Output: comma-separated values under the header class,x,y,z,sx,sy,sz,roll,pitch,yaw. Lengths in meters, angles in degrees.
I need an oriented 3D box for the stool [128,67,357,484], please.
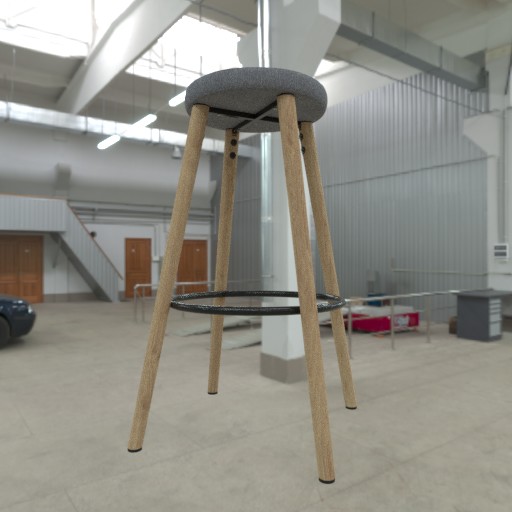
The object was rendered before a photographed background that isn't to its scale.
class,x,y,z,sx,sy,sz,roll,pitch,yaw
stool,0.000,0.000,1.003,0.410,0.770,0.410,0,0,18
